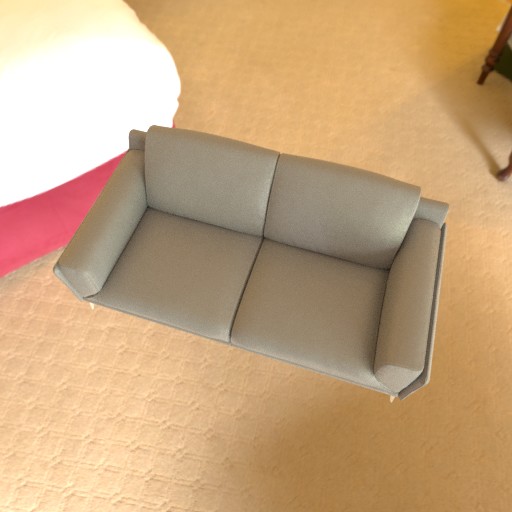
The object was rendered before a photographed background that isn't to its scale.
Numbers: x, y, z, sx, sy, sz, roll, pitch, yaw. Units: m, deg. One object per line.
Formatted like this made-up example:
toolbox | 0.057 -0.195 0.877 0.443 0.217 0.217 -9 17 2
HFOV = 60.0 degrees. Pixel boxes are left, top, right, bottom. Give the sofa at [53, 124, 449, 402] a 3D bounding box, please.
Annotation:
sofa | 0.000 0.000 2.669 2.101 0.930 1.049 15 60 9
